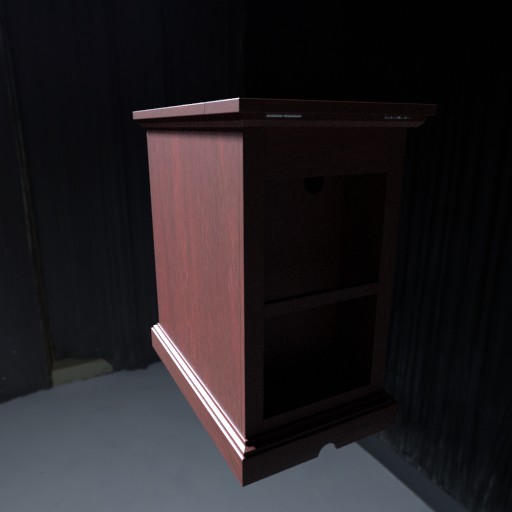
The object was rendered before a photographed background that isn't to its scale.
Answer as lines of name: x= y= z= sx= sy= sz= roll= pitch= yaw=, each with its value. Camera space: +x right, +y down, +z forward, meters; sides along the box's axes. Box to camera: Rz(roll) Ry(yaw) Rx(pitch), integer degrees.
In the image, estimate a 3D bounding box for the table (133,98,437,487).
table: x=0.000 y=0.000 z=0.972 sx=0.356 sy=0.612 sz=0.584 roll=-8 pitch=18 yaw=-27
